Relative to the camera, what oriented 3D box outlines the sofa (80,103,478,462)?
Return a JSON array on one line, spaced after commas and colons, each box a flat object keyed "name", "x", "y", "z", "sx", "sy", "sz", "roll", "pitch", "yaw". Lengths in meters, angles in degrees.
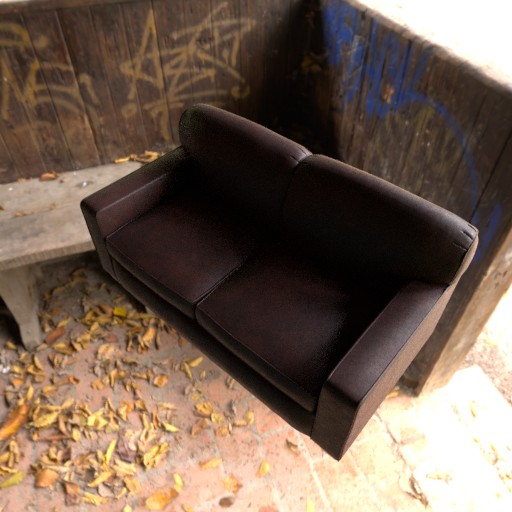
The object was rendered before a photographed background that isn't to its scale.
[{"name": "sofa", "x": 0.000, "y": 0.000, "z": 2.410, "sx": 1.856, "sy": 0.966, "sz": 1.000, "roll": 32, "pitch": 54, "yaw": 27}]
